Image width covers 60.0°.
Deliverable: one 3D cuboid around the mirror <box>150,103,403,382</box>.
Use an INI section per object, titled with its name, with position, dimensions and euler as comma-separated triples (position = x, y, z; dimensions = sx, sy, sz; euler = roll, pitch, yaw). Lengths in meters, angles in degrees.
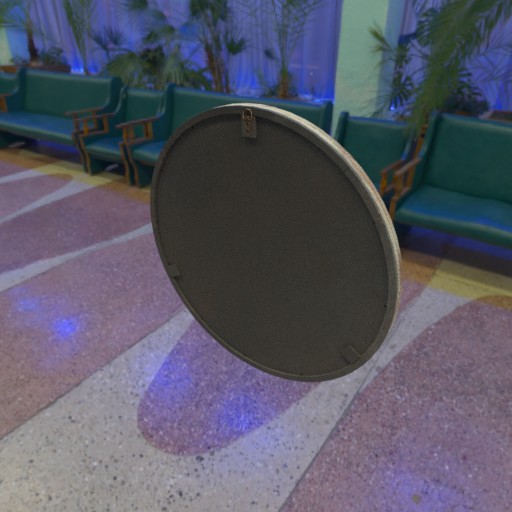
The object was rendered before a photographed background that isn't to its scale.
[mirror]
position = 0.000, 0.000, 1.085
dimensions = 0.710, 0.710, 0.038
euler = 20, 36, 30
